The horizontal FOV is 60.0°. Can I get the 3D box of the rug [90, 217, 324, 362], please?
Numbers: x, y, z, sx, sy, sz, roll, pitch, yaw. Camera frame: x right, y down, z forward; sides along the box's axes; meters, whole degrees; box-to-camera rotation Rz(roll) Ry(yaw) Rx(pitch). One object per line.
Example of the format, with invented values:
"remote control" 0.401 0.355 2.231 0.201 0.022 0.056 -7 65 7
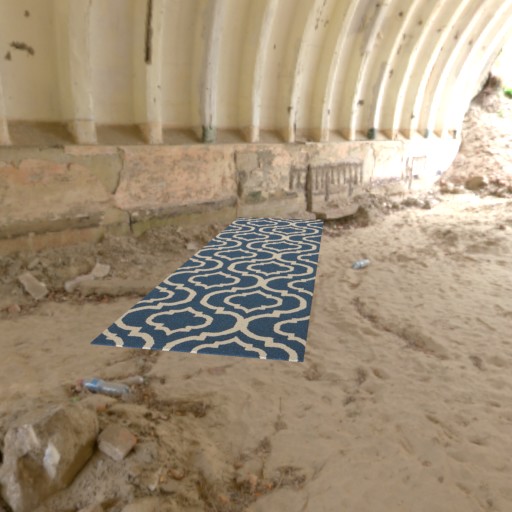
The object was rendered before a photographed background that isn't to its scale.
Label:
"rug" 0.000 0.000 2.464 0.685 0.006 2.296 3 15 10
